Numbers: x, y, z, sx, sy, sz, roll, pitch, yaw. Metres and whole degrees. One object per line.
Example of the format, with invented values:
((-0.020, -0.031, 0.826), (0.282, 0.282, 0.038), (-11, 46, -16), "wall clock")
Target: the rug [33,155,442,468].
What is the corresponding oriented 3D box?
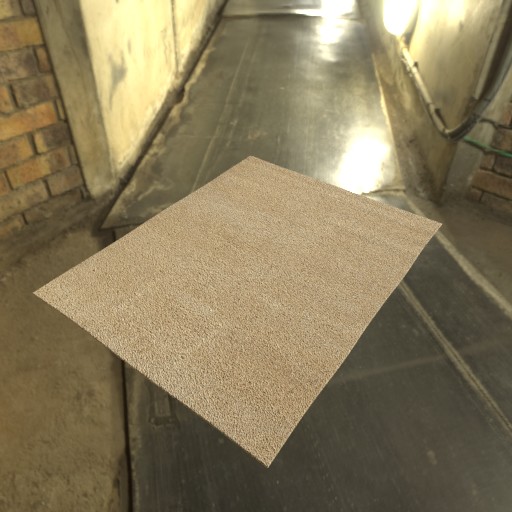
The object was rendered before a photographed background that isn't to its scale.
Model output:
((0.000, 0.000, 4.060), (2.400, 0.025, 3.000), (26, 47, 27), "rug")
